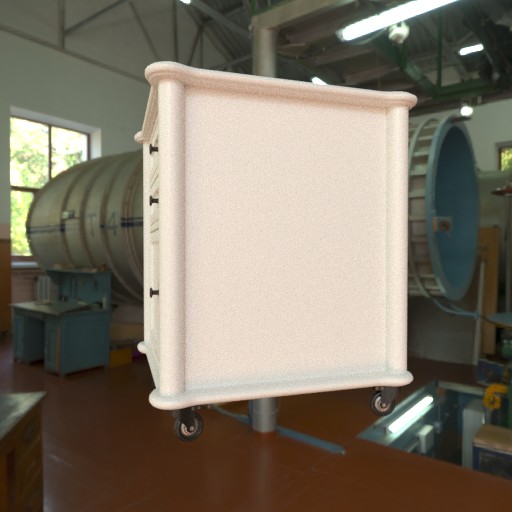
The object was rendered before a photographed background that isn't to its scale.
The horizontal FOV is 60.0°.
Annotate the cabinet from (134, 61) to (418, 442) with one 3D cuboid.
[{"bbox_3d":[0.000,0.000,1.226,0.627,0.761,0.628,0,1,-17],"label":"cabinet"}]
